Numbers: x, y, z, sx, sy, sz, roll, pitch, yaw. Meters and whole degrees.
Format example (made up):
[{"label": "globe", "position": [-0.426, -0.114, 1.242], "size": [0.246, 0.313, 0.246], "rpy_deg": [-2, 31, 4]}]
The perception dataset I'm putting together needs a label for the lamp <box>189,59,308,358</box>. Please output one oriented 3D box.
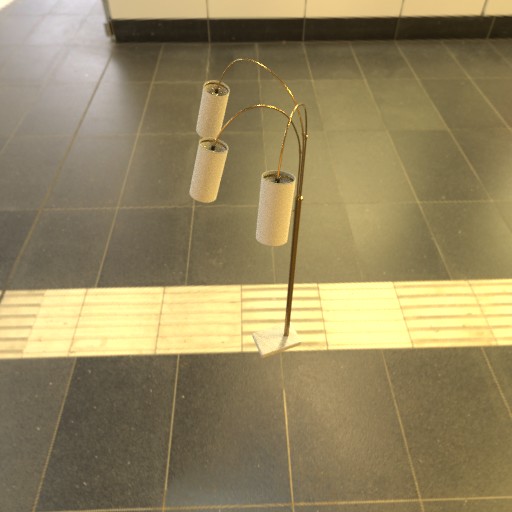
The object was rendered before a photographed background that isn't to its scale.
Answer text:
[{"label": "lamp", "position": [0.000, 0.000, 2.585], "size": [0.667, 2.055, 1.020], "rpy_deg": [-16, 49, -14]}]
